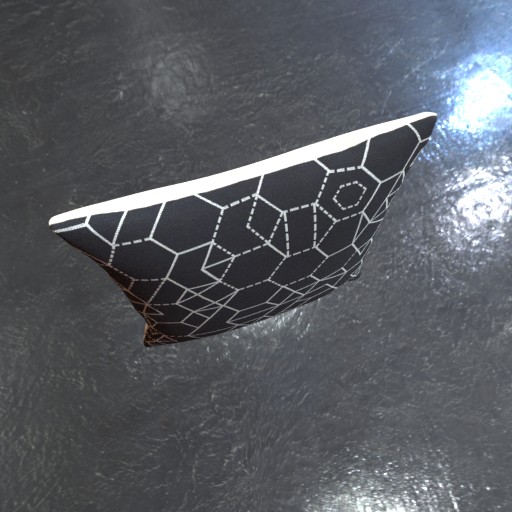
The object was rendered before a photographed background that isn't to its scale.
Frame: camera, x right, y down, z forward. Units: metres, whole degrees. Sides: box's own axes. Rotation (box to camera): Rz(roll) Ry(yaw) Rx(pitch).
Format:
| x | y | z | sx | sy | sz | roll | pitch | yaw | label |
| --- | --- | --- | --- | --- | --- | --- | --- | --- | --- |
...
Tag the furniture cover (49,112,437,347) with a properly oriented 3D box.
| x | y | z | sx | sy | sz | roll | pitch | yaw | label |
| --- | --- | --- | --- | --- | --- | --- | --- | --- | --- |
| 0.000 | 0.000 | 0.779 | 0.517 | 0.508 | 0.158 | -18 | 64 | -9 | furniture cover |
